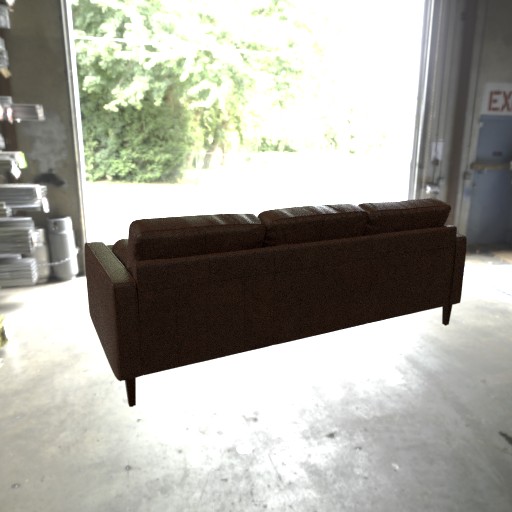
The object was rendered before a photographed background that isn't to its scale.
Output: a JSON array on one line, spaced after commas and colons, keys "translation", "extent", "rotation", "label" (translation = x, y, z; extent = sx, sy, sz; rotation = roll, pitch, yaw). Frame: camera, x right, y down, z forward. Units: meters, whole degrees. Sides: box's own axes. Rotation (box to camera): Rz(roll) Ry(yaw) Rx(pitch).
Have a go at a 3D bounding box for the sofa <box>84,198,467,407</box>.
[{"translation": [0.000, 0.000, 3.014], "extent": [2.185, 0.841, 1.613], "rotation": [-7, 16, -26], "label": "sofa"}]
